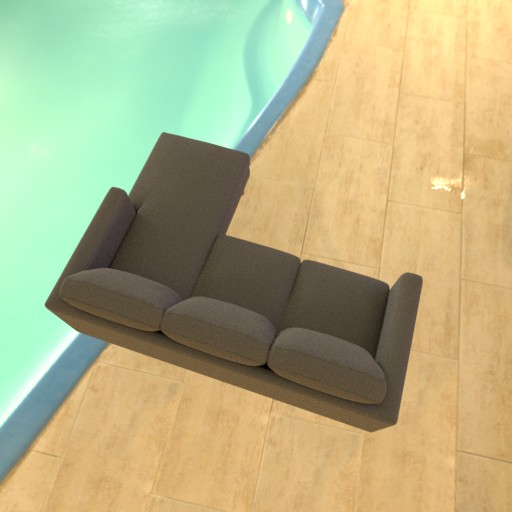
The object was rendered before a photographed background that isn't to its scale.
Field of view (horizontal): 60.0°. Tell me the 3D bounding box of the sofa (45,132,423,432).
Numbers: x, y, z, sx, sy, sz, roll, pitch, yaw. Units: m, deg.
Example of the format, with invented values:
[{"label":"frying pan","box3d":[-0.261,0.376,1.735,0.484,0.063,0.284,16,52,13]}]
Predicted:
[{"label":"sofa","box3d":[0.000,0.000,2.920,2.031,0.897,1.591,17,66,8]}]
